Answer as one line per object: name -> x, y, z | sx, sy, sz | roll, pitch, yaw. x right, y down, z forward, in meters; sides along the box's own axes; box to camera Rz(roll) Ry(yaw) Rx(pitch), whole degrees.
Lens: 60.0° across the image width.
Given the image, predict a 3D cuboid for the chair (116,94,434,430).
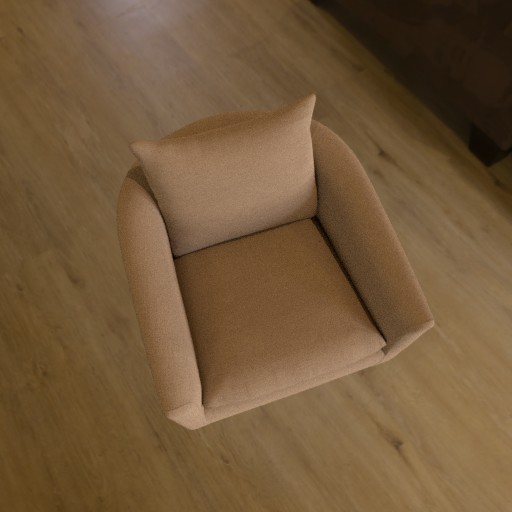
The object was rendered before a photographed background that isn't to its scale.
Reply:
chair -> 0.000, 0.000, 1.572 | 0.845, 0.848, 0.910 | -17, 65, -8
